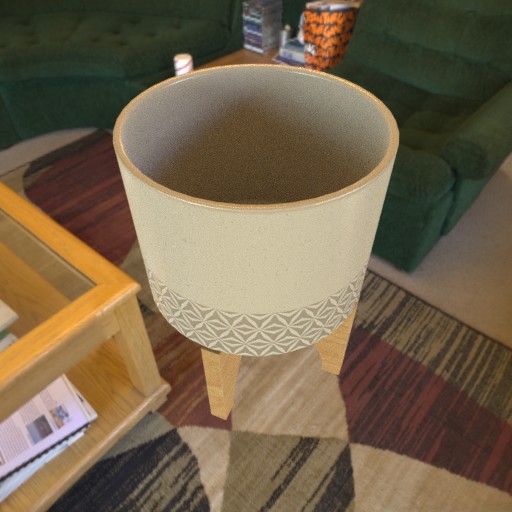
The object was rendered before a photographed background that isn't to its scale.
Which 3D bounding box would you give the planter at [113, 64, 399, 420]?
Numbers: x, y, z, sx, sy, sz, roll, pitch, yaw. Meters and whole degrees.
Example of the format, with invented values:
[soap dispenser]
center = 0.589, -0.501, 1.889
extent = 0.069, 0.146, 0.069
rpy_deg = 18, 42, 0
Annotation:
[planter]
center = 0.000, 0.000, 0.515
extent = 0.249, 0.343, 0.249
rpy_deg = 0, 45, 0
